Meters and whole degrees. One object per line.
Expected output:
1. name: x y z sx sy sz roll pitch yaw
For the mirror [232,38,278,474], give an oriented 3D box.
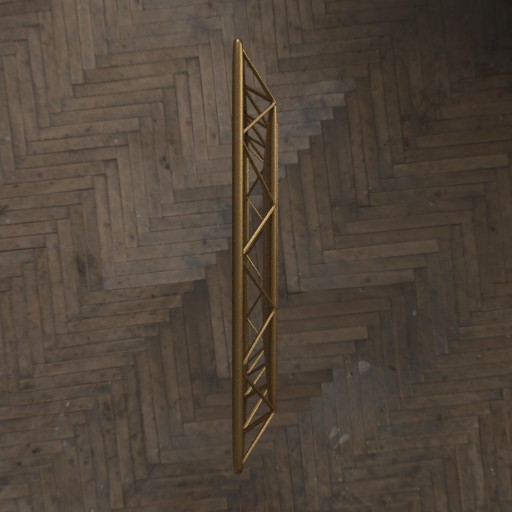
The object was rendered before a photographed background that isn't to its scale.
1. mirror: 0.000 0.000 0.619 0.046 0.414 0.416 0 91 0
